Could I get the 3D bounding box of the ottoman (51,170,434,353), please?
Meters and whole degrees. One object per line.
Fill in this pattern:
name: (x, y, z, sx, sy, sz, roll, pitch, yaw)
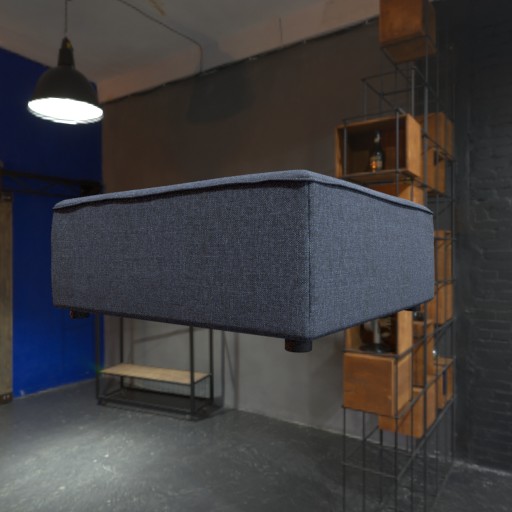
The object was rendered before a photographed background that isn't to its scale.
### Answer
ottoman: (0.000, 0.000, 1.616, 1.017, 0.423, 1.023, 0, 0, 36)
